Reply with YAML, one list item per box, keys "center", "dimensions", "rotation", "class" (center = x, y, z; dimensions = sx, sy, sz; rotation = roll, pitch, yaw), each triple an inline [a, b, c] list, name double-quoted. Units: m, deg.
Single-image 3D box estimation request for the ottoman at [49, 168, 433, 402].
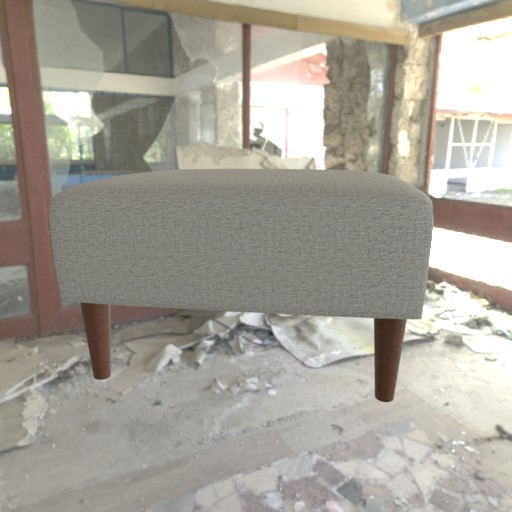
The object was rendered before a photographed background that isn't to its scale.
- center: [0.000, 0.000, 1.052]
  dimensions: [0.655, 0.399, 0.648]
  rotation: [2, 14, 8]
  class: "ottoman"
